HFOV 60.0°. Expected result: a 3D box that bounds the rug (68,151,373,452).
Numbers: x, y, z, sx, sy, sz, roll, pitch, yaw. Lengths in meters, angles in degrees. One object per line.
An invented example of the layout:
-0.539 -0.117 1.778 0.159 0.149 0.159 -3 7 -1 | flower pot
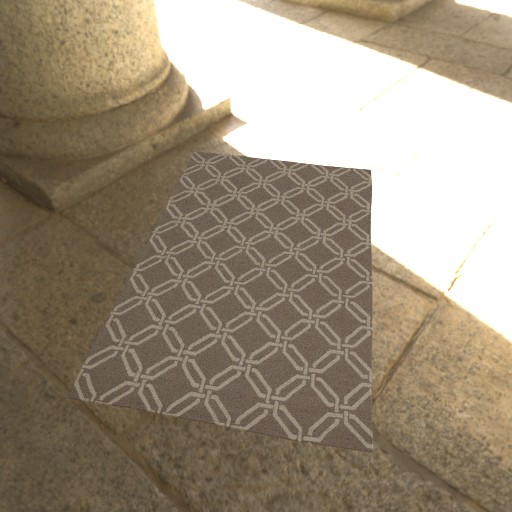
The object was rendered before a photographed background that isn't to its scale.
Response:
0.000 0.000 2.198 1.142 0.010 1.748 7 46 7 | rug
